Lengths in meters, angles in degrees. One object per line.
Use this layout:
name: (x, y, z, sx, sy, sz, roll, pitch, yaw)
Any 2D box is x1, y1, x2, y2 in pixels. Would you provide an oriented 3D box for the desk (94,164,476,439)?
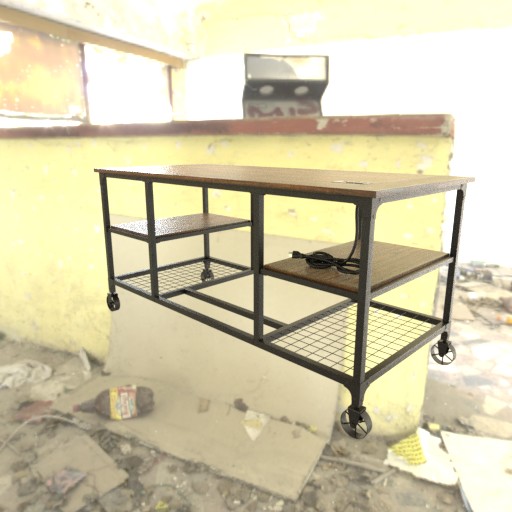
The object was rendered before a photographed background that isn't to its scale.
desk: (0.000, 0.000, 2.001, 1.590, 0.751, 0.711, 14, 20, 43)
